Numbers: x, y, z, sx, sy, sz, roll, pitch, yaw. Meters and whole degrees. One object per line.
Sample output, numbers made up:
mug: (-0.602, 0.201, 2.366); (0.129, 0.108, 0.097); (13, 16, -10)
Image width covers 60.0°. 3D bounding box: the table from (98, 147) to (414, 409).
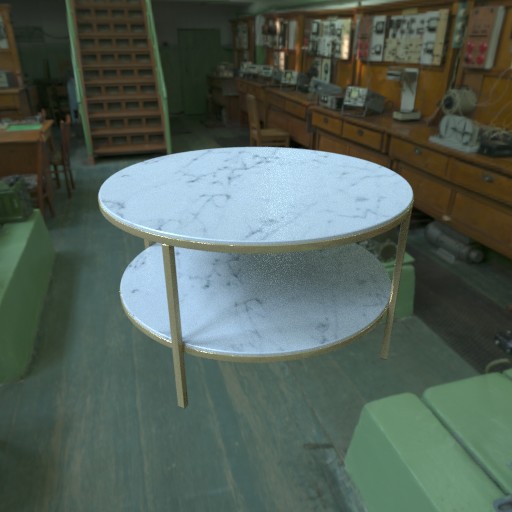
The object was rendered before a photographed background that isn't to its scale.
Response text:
table: (0.000, 0.000, 1.274); (0.800, 0.450, 0.800); (0, 26, 0)
